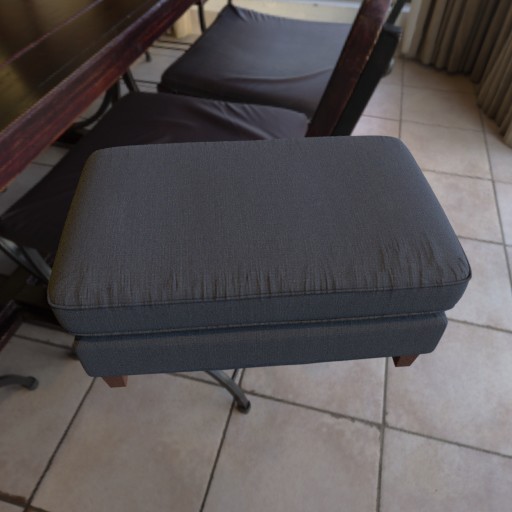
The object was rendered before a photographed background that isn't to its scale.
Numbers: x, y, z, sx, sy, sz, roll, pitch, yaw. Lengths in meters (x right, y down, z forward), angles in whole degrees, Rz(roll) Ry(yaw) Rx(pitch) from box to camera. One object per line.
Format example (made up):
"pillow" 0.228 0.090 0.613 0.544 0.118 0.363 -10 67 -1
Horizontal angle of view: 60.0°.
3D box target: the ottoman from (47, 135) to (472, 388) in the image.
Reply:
"ottoman" 0.000 0.000 1.181 0.885 0.438 0.570 -3 47 -3
